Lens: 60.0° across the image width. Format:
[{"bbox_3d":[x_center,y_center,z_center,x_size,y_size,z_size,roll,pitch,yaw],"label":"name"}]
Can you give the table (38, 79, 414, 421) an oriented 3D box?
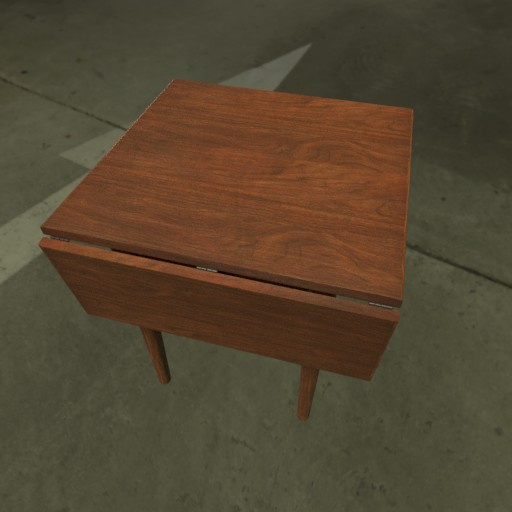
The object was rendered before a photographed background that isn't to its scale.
[{"bbox_3d":[0.000,0.000,1.475,0.812,0.763,0.843,11,47,11],"label":"table"}]
